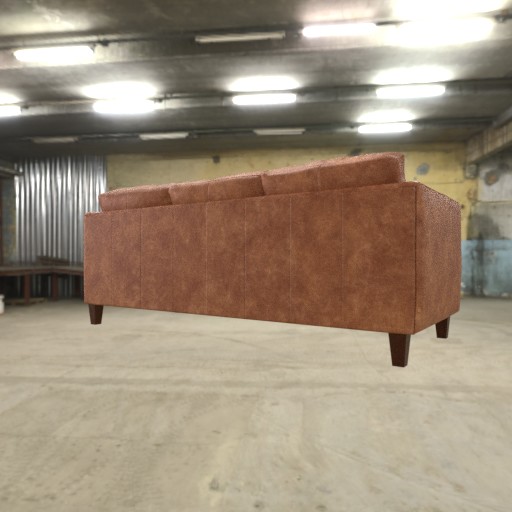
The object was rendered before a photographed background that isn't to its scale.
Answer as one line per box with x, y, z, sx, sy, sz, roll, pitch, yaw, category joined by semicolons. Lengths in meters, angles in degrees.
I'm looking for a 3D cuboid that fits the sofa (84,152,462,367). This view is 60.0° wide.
0.000;0.000;3.040;2.464;1.006;1.045;0;0;35;sofa
